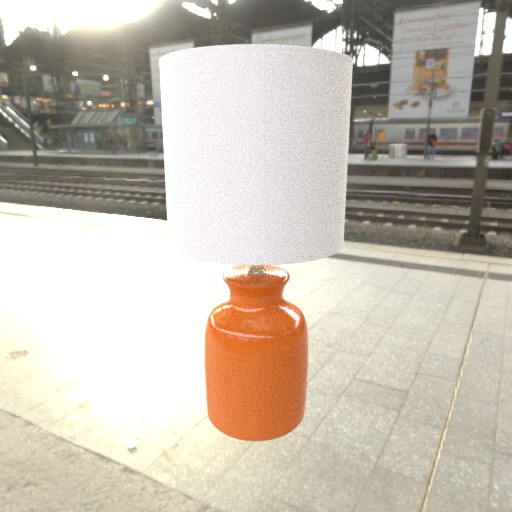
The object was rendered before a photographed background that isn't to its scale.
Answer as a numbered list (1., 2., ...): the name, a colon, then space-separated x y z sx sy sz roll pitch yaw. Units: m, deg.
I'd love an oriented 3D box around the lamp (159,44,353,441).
1. lamp: 0.000 0.000 1.083 0.418 0.871 0.418 8 17 27
